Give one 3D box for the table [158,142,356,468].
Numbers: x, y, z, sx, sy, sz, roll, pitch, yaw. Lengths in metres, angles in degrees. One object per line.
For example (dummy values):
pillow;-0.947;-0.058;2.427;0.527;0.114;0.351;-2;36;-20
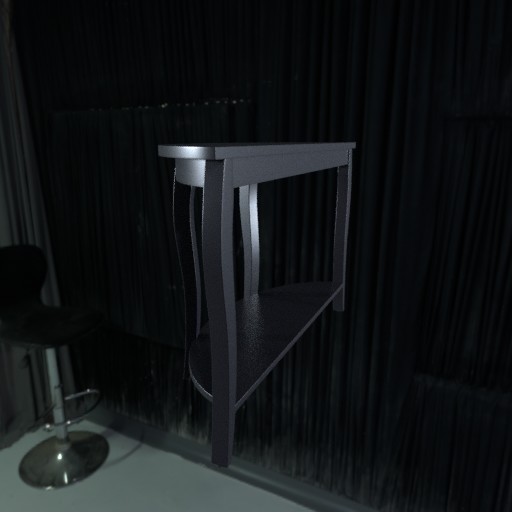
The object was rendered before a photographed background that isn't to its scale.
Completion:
table;0.000;0.000;1.586;0.394;0.780;1.219;7;16;24
